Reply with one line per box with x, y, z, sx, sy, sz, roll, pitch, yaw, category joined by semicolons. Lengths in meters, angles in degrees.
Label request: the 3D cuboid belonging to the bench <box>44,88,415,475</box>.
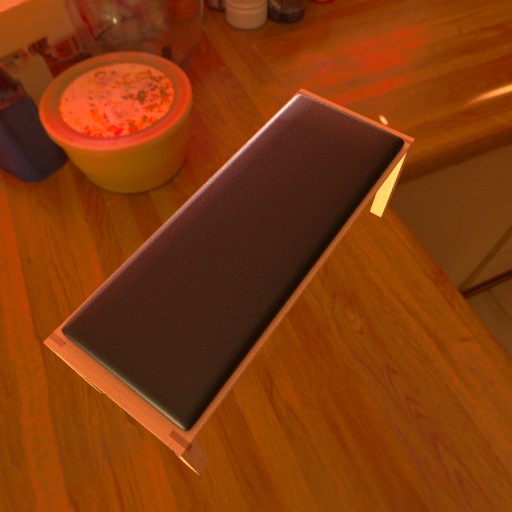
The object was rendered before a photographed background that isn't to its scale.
0.000;0.000;1.436;0.450;0.430;1.202;31;63;18;bench
